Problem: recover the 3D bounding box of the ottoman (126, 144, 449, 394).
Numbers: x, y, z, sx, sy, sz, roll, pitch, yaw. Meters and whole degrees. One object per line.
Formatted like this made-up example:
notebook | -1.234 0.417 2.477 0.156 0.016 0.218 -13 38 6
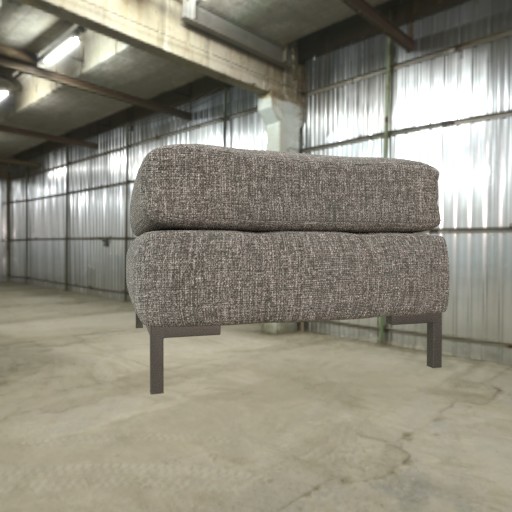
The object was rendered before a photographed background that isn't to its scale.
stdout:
ottoman | 0.000 0.000 1.222 0.683 0.480 0.828 0 1 -17
